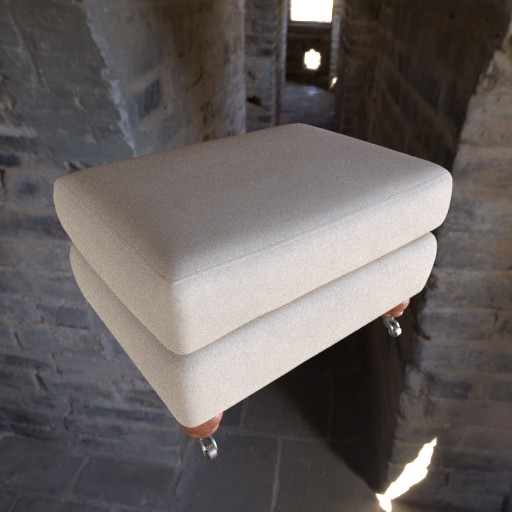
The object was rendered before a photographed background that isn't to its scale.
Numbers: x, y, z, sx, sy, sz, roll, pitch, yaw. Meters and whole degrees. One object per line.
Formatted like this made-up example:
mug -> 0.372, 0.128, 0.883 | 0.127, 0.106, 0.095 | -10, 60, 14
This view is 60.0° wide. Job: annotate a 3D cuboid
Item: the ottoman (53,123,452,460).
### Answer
ottoman -> 0.000, 0.000, 1.111 | 0.773, 0.504, 0.569 | -22, 38, -32
